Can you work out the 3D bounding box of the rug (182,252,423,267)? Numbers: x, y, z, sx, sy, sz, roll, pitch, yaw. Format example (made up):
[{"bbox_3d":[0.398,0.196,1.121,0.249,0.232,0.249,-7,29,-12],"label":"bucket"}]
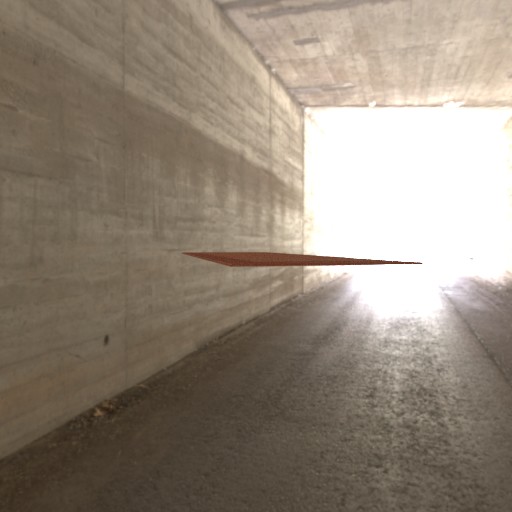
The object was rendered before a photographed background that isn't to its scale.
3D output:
[{"bbox_3d":[0.000,0.000,2.798,0.914,0.013,2.471,0,1,-17],"label":"rug"}]
